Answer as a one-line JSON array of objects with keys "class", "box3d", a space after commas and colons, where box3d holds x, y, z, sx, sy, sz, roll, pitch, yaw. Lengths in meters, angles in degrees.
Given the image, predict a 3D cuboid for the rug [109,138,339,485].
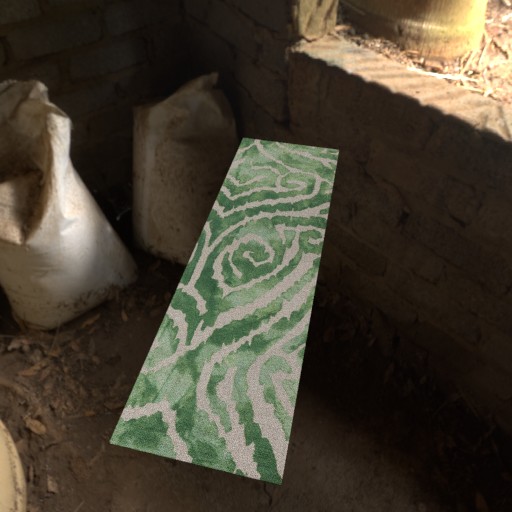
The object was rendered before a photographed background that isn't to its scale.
[{"class": "rug", "box3d": [0.000, 0.000, 2.674, 0.761, 0.006, 2.438, 9, 48, 9]}]
